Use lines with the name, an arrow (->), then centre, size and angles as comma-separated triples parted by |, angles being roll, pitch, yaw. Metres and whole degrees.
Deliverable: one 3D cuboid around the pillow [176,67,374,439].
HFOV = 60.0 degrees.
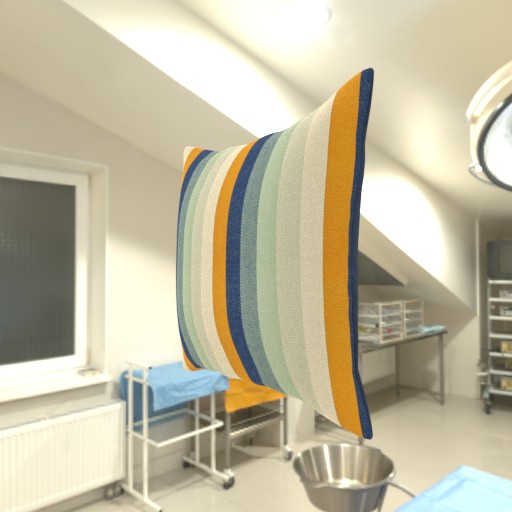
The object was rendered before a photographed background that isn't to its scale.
pillow -> 0.000, 0.000, 0.719 | 0.173, 0.454, 0.463 | 1, -2, -38
